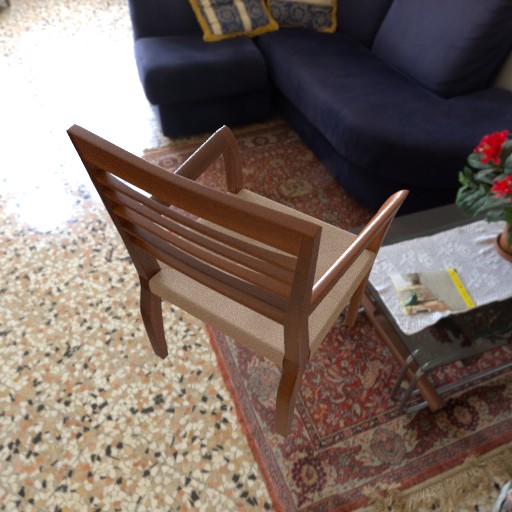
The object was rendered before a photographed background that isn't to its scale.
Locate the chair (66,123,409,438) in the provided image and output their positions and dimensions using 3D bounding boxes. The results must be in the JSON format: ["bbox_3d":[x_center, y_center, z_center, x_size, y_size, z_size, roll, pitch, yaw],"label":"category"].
[{"bbox_3d":[0.000,0.000,1.219,0.587,0.855,0.540,26,51,22],"label":"chair"}]
